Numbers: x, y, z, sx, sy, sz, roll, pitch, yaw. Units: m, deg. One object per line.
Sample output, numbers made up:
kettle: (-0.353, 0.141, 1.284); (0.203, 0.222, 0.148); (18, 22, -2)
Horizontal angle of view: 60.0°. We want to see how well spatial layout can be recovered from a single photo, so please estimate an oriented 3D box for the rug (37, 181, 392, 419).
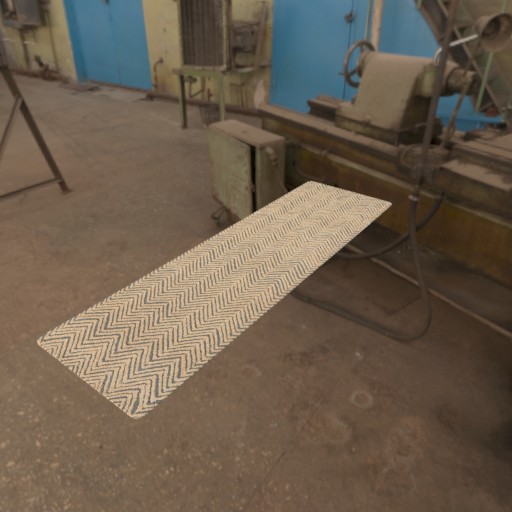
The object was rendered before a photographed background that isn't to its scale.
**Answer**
rug: (0.000, 0.000, 2.524); (0.686, 0.008, 2.286); (22, 38, 31)
